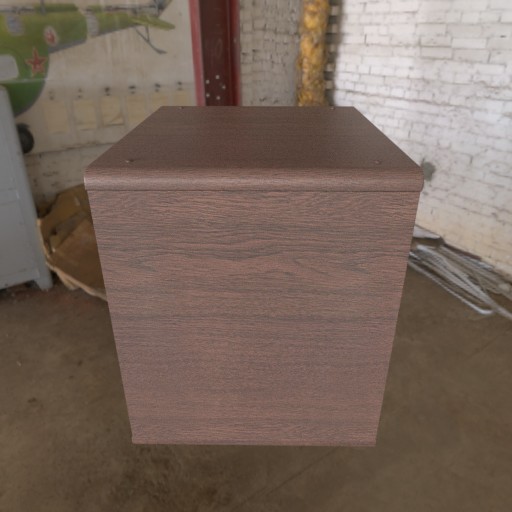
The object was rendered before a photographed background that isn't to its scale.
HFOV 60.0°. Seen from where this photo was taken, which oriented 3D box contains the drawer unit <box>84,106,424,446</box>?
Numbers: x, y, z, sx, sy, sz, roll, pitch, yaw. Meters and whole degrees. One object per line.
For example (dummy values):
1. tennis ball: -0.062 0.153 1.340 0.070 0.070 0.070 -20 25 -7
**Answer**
1. drawer unit: 0.000 0.000 0.604 0.290 0.344 0.344 0 28 1
